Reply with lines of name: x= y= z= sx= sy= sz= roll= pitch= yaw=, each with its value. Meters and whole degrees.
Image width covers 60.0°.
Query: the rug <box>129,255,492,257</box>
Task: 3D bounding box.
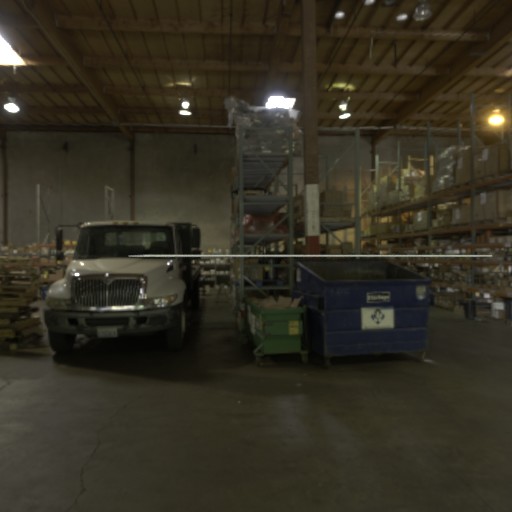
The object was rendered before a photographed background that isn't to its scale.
rug: x=0.000 y=0.000 z=2.309 sx=1.234 sy=0.006 sz=1.854 roll=0 pitch=0 yaw=-17
